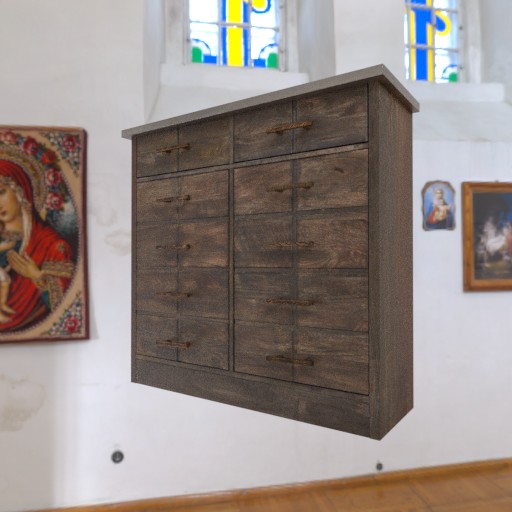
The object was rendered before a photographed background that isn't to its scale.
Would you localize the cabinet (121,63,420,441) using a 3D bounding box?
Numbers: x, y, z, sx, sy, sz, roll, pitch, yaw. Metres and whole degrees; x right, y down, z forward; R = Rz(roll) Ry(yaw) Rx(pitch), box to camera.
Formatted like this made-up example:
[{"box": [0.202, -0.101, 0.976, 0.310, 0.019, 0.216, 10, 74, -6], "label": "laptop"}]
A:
[{"box": [0.000, 0.000, 1.470, 0.968, 0.919, 0.338, 0, -1, 35], "label": "cabinet"}]
